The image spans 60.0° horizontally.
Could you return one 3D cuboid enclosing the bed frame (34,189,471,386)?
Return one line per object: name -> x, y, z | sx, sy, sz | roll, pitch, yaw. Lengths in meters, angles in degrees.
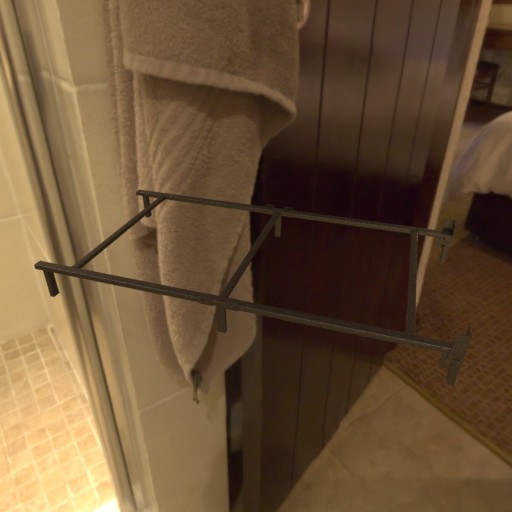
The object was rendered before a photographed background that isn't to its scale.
bed frame -> 0.000, 0.000, 2.257 | 1.897, 0.248, 0.968 | 10, 33, 15
